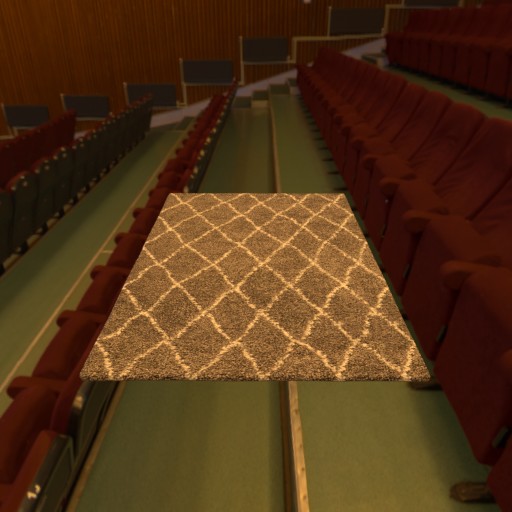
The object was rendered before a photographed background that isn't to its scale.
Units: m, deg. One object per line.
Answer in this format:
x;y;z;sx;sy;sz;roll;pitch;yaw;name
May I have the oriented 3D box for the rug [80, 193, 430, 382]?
0.000;0.000;2.310;1.219;0.030;1.778;0;29;0;rug
